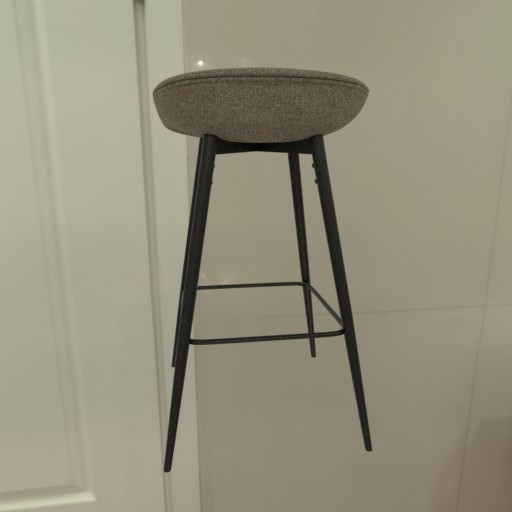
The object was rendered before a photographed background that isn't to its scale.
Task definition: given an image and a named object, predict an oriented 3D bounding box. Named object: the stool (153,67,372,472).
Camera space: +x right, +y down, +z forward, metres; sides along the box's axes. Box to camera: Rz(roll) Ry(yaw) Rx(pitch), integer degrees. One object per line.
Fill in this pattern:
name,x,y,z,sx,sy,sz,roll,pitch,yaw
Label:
stool,0.000,0.000,1.106,0.469,0.814,0.480,-2,14,-8
